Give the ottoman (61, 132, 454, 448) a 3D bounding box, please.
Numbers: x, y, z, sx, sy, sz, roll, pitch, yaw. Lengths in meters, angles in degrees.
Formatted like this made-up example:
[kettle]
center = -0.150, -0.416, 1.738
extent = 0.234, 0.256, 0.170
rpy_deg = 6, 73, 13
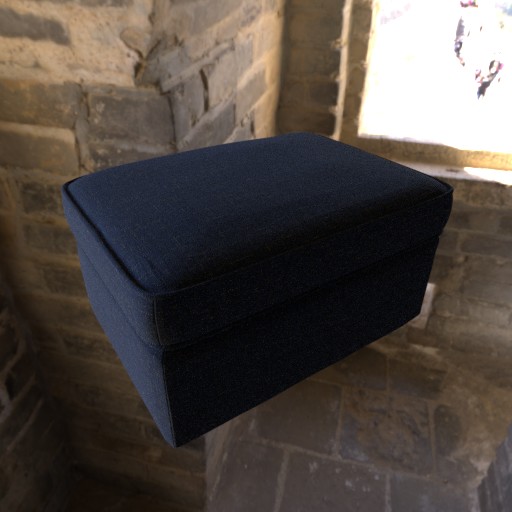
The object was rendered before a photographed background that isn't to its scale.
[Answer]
[ottoman]
center = 0.000, 0.000, 1.079
extent = 0.749, 0.450, 0.549
rpy_deg = -20, 37, -28
